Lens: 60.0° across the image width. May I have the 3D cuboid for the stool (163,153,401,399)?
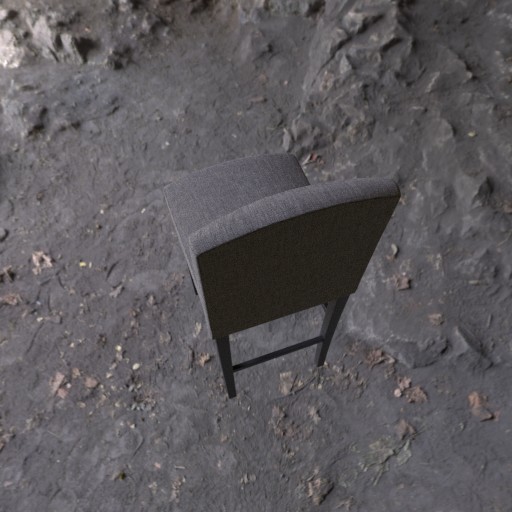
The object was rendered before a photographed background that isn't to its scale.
[{"bbox_3d":[0.000,0.000,1.441,0.451,1.138,0.552,-17,59,-10],"label":"stool"}]
